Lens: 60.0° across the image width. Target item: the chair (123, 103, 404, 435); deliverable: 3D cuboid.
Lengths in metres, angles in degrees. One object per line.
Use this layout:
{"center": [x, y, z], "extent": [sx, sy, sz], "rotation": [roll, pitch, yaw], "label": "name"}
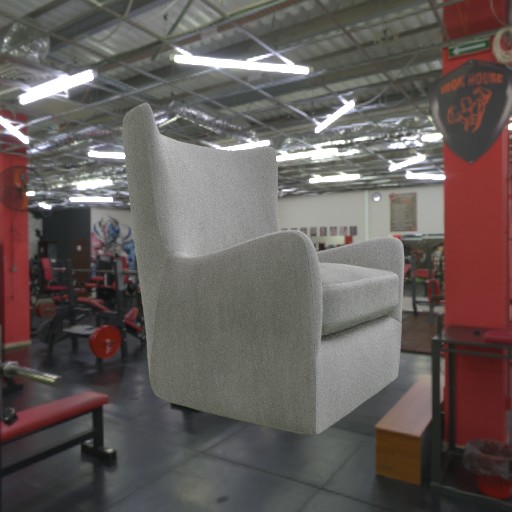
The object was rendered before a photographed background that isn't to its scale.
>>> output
{"center": [0.000, 0.000, 1.644], "extent": [0.904, 1.000, 0.779], "rotation": [1, 1, 36], "label": "chair"}
